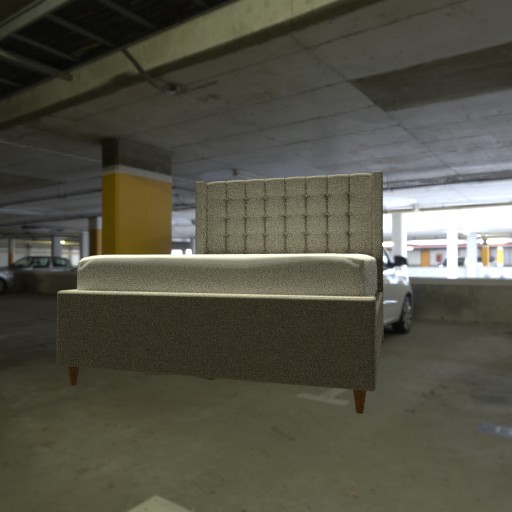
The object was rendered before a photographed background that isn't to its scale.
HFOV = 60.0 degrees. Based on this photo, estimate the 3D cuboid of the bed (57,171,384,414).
[{"bbox_3d":[0.000,0.000,3.774,2.044,1.748,2.372,0,-1,17],"label":"bed"}]
